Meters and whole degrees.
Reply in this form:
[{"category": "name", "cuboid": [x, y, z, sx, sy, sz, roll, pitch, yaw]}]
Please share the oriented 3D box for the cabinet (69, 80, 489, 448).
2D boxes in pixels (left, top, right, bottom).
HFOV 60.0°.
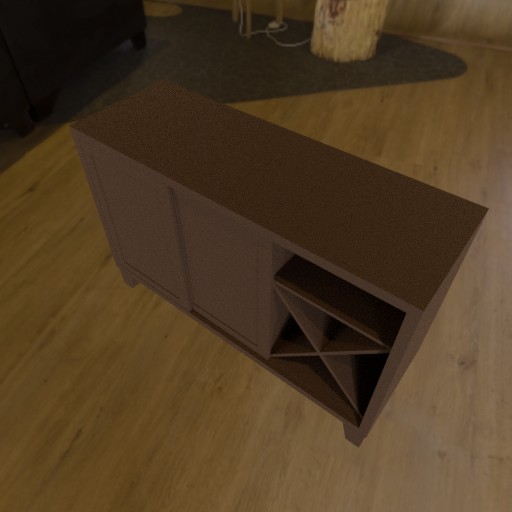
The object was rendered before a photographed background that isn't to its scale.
[{"category": "cabinet", "cuboid": [0.000, 0.000, 1.824, 1.396, 0.914, 0.482, 29, 53, 25]}]
